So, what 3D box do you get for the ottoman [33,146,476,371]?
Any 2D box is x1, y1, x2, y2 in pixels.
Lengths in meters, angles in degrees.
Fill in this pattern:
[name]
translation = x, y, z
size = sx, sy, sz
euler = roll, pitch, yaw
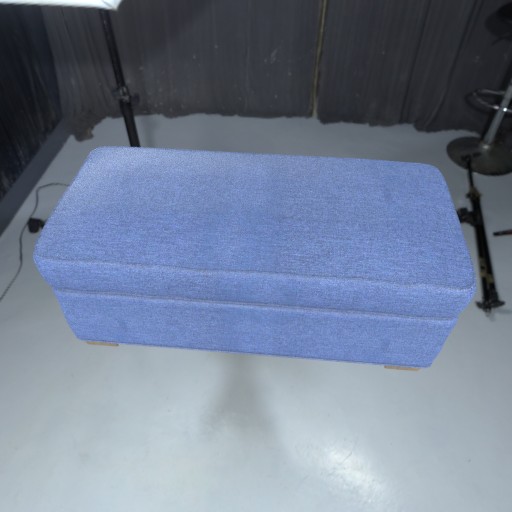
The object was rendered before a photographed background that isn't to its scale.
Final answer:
[ottoman]
translation = 0.000, 0.000, 1.373
size = 1.110, 0.460, 0.515
euler = 4, 47, 4
